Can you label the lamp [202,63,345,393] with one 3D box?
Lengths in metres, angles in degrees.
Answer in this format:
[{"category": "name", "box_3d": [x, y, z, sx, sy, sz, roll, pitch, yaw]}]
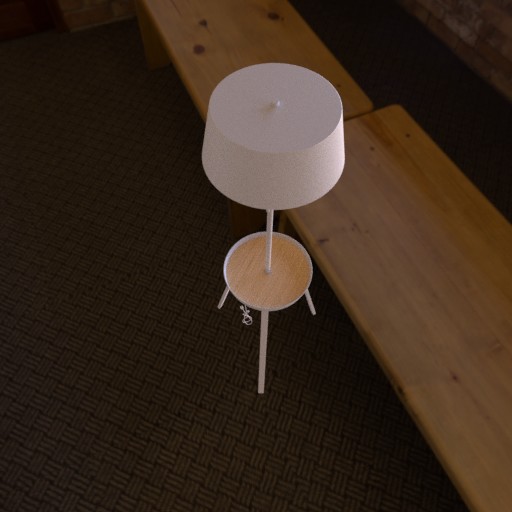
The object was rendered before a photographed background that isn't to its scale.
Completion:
[{"category": "lamp", "box_3d": [0.000, 0.000, 1.619, 0.468, 1.429, 0.508, 30, 63, 17]}]
